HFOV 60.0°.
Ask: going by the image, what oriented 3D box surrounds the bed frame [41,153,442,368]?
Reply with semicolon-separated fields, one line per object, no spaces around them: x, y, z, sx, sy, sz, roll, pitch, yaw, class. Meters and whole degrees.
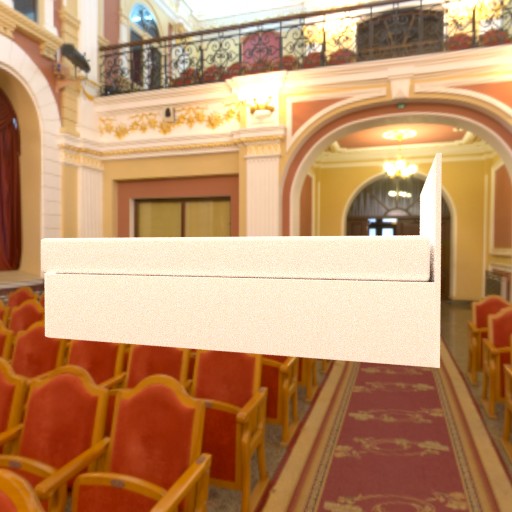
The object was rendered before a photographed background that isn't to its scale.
0.000;0.000;2.607;1.900;0.800;1.400;0;1;18;bed frame
